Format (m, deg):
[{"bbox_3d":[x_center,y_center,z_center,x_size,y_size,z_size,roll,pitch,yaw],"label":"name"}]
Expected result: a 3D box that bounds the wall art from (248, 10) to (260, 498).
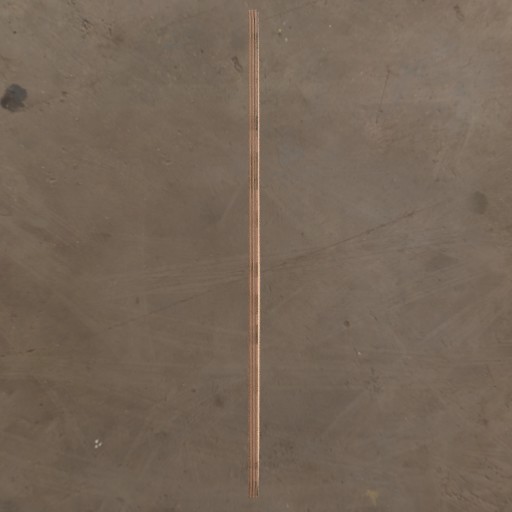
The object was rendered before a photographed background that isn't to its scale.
[{"bbox_3d":[0.000,0.000,0.665,0.010,0.408,0.508,0,88,1],"label":"wall art"}]
